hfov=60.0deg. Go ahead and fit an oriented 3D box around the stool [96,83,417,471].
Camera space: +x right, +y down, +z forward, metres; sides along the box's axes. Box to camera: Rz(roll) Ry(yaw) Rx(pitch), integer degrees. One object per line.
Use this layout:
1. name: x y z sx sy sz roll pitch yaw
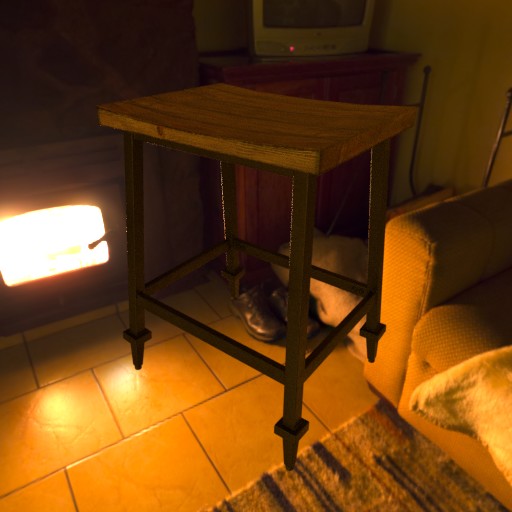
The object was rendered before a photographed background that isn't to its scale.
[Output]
1. stool: 0.000 0.000 0.958 0.486 0.625 0.405 21 35 32
